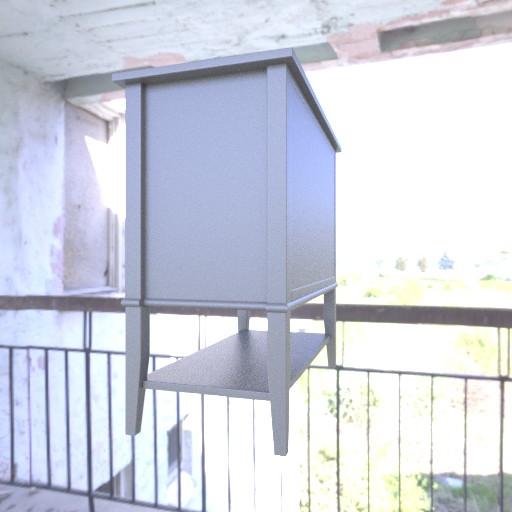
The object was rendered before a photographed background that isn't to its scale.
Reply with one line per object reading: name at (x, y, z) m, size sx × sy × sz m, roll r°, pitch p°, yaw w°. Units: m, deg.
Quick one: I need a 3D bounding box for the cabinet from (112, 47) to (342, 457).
cabinet at (0.000, 0.000, 1.270) m, size 0.396 × 0.780 × 0.801 m, roll 0°, pitch 0°, yaw 17°
